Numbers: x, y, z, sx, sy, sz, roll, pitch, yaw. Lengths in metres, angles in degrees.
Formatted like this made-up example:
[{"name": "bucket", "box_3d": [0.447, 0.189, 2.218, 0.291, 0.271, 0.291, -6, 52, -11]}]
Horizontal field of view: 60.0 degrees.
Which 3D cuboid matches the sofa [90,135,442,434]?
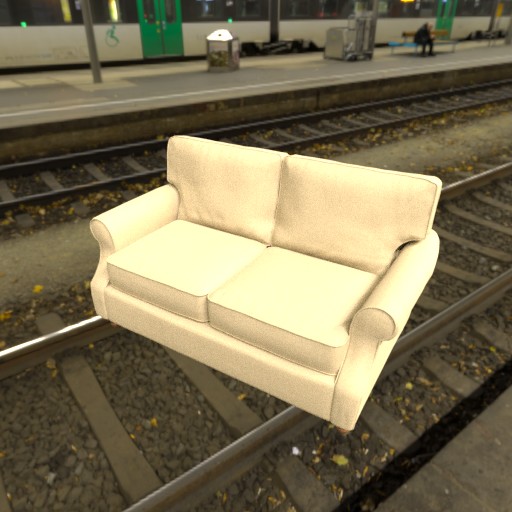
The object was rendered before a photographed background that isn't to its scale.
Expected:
[{"name": "sofa", "box_3d": [0.000, 0.000, 2.281, 1.665, 0.937, 0.964, 17, 33, 27]}]
